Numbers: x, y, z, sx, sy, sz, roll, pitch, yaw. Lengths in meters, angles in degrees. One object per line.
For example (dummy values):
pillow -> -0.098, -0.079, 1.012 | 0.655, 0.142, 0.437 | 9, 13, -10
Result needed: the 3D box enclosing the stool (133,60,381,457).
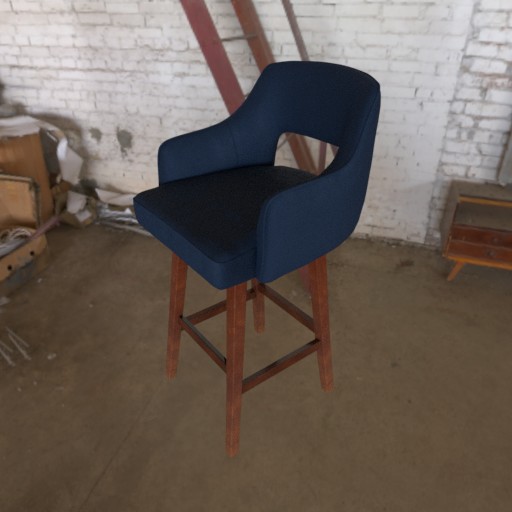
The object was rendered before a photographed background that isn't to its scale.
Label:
stool -> 0.000, 0.000, 1.348 | 0.560, 1.041, 0.550 | -22, 37, -31
